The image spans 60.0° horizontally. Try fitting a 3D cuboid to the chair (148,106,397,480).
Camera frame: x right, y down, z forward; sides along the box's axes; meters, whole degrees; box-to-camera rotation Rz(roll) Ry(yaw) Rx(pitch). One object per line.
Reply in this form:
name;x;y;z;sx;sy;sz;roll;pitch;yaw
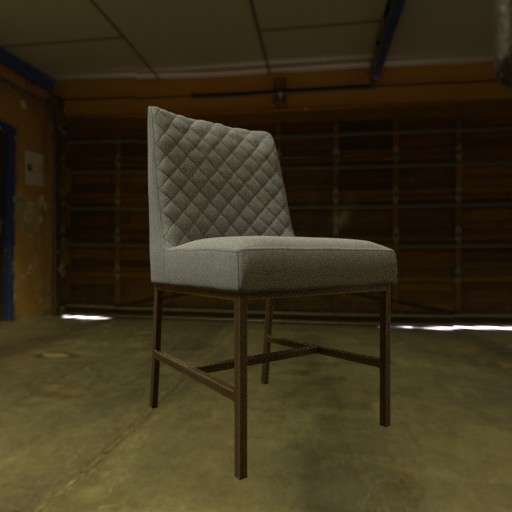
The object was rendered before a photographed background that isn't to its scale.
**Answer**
chair;0.000;0.000;1.239;0.508;0.889;0.587;0;0;-36
